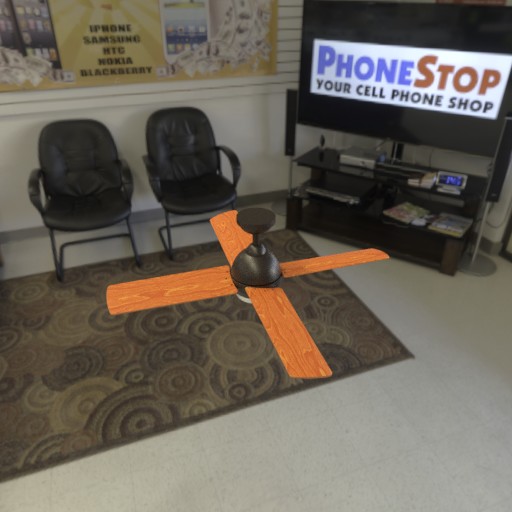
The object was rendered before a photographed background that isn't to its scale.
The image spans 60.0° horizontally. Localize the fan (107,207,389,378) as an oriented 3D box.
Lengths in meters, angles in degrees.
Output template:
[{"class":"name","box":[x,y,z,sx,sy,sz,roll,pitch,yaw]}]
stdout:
[{"class":"fan","box":[0.000,0.000,2.006,1.332,0.403,1.332,-9,33,-15]}]
